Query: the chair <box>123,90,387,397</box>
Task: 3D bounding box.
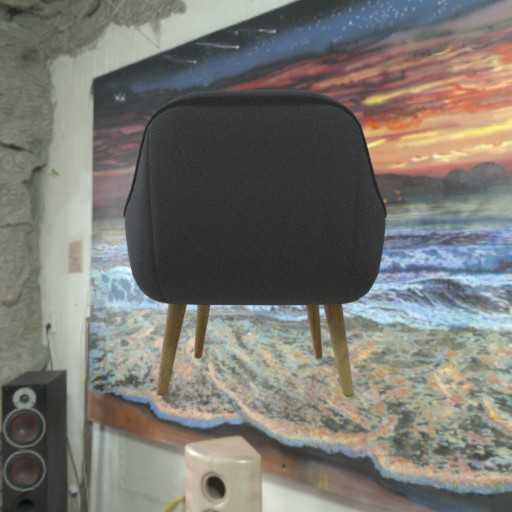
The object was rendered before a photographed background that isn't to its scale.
[{"bbox_3d":[0.000,0.000,1.445,0.770,0.800,0.779,0,-1,1],"label":"chair"}]
